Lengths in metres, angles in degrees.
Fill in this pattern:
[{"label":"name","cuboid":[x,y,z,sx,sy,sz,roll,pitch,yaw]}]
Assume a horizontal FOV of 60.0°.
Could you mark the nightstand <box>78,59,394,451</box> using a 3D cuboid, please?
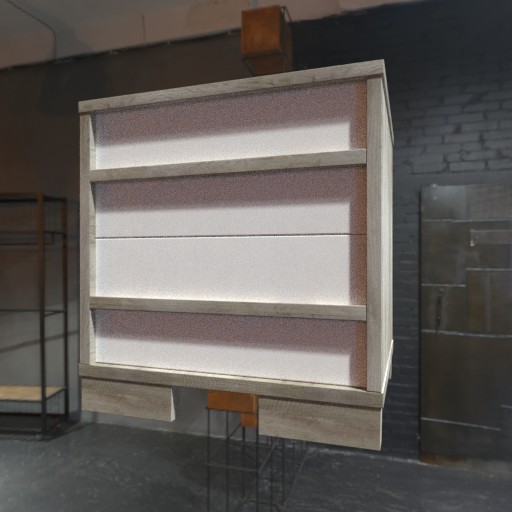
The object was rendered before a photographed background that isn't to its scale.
[{"label":"nightstand","cuboid":[0.000,0.000,0.737,0.427,0.448,0.347,0,0,19]}]
